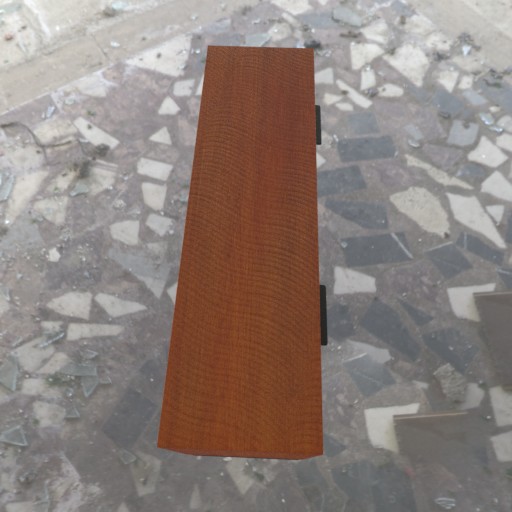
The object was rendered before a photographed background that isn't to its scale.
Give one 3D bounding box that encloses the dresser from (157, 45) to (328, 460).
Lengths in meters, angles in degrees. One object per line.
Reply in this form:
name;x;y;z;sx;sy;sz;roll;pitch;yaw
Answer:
dresser;0.000;0.000;1.867;0.464;0.810;1.536;2;64;1
